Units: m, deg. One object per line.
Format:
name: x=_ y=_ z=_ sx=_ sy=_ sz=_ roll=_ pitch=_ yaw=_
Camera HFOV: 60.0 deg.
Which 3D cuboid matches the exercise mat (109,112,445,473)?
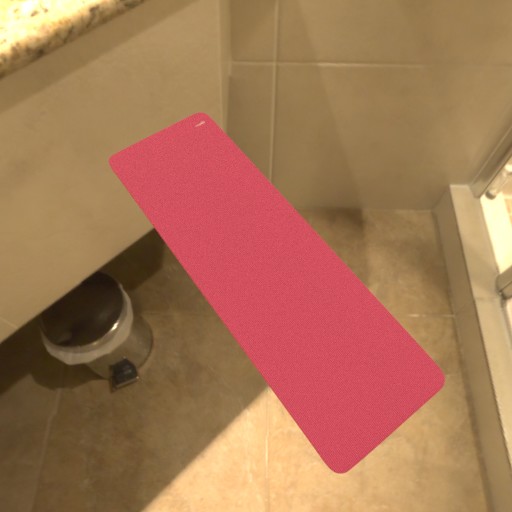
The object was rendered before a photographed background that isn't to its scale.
exercise mat: x=0.000 y=0.000 z=2.086 sx=0.616 sy=0.021 sz=1.884 roll=-33 pitch=67 yaw=-16
